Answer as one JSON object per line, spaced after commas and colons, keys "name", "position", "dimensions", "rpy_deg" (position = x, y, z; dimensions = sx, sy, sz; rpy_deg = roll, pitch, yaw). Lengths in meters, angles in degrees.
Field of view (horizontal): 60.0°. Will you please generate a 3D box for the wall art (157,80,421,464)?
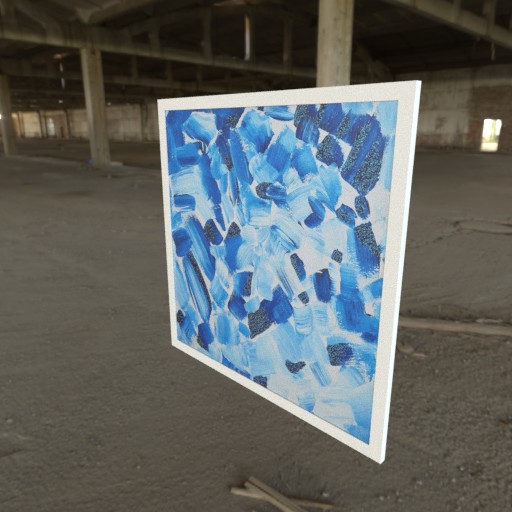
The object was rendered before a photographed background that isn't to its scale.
{"name": "wall art", "position": [0.000, 0.000, 0.953], "dimensions": [0.660, 0.660, 0.015], "rpy_deg": [15, 22, 43]}
